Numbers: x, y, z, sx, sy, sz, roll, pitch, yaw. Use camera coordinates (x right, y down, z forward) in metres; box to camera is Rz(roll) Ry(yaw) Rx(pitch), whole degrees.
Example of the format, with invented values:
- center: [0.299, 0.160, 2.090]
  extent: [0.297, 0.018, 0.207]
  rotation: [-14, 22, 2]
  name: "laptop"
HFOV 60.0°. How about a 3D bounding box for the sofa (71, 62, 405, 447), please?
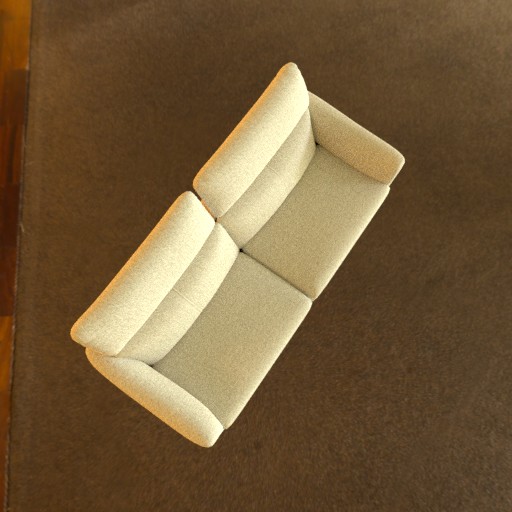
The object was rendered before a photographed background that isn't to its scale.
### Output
- center: [0.000, 0.000, 2.560]
  extent: [0.856, 0.956, 2.015]
  rotation: [34, 78, 9]
  name: "sofa"
